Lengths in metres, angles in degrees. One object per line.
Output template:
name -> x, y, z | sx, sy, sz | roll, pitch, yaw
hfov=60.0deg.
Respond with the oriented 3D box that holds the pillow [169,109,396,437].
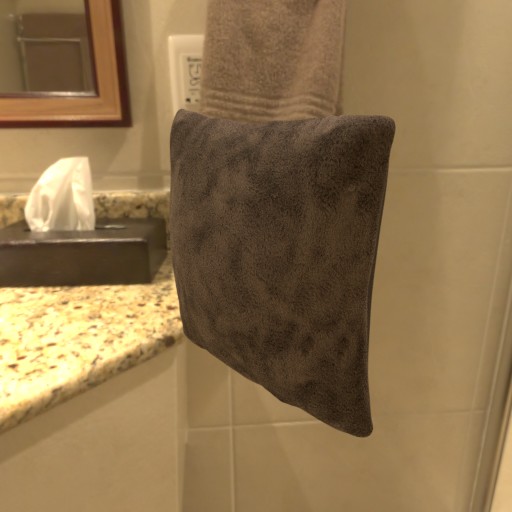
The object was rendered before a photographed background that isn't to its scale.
pillow -> 0.000, 0.000, 0.819 | 0.204, 0.520, 0.522 | -16, 24, -40
